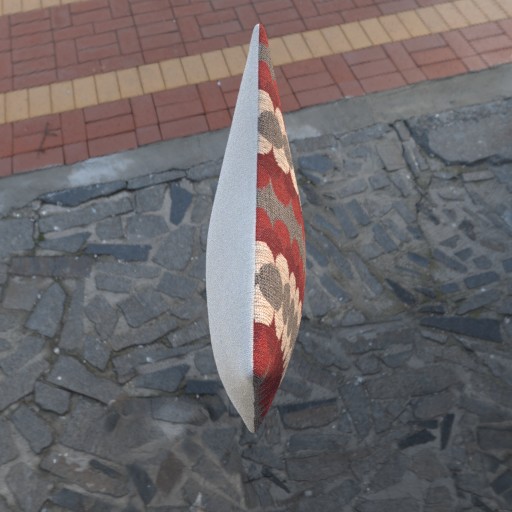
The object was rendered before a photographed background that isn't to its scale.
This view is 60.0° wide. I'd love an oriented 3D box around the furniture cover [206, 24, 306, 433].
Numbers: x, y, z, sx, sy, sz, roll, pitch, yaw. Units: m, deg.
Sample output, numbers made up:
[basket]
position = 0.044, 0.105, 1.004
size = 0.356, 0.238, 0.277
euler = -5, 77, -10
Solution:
[furniture cover]
position = 0.000, 0.000, 0.625
size = 0.145, 0.420, 0.435
euler = 1, 64, 0
